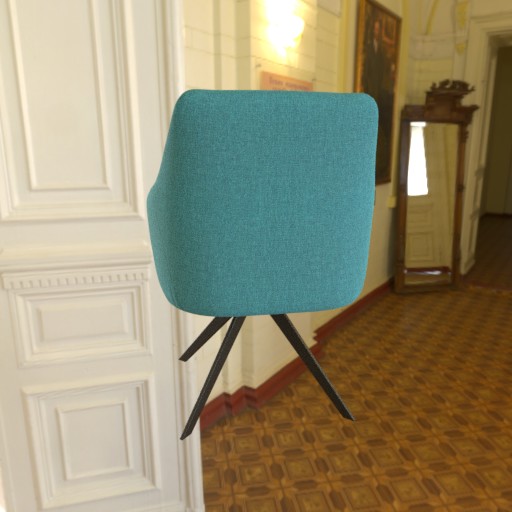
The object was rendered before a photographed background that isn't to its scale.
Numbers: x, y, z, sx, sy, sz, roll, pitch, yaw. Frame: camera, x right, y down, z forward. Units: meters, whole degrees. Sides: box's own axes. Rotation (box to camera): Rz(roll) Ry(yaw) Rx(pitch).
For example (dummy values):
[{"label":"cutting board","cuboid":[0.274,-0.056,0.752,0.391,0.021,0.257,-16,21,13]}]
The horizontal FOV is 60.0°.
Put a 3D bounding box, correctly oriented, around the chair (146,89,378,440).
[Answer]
[{"label":"chair","cuboid":[0.000,0.000,1.344,0.642,0.874,0.677,-2,14,-10]}]
